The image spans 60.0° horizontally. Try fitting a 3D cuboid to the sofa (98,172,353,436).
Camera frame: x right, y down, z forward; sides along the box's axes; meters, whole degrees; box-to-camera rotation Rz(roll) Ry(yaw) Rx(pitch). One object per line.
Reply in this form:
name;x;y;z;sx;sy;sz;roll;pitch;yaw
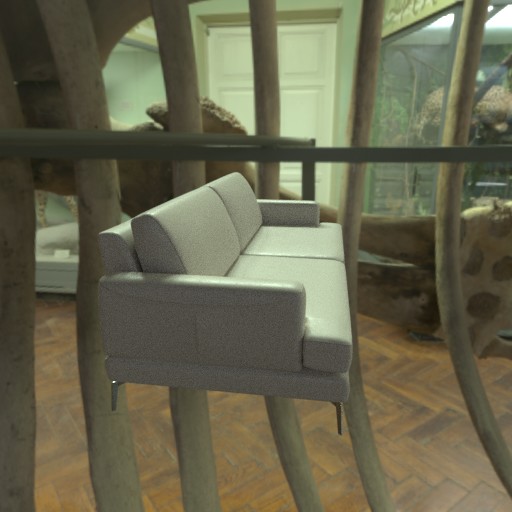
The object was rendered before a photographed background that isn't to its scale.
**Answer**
sofa;0.000;0.000;2.448;0.974;0.765;1.940;3;16;9
